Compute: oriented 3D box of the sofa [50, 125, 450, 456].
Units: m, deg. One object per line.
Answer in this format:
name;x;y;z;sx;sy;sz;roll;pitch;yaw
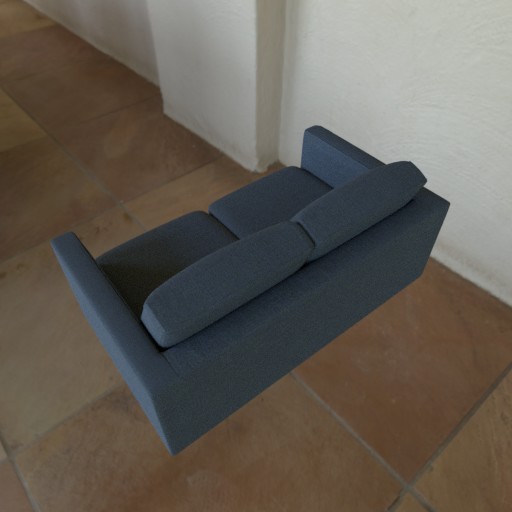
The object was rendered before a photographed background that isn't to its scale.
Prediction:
sofa;0.000;0.000;2.280;1.659;0.907;0.999;-29;53;-25
